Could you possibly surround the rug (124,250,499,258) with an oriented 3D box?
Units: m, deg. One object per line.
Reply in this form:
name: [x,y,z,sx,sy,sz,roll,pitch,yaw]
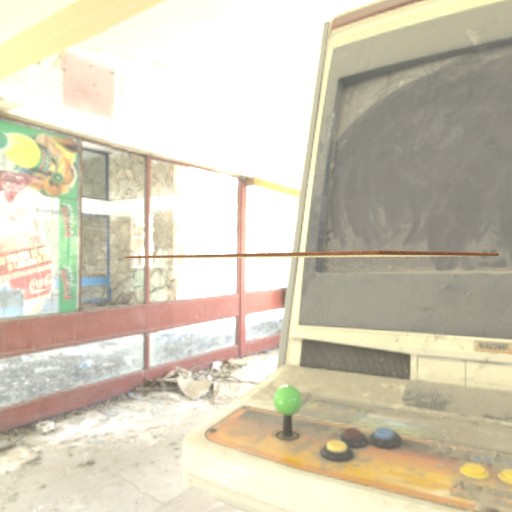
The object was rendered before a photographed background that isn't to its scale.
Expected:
rug: [0.000,0.000,2.615,0.764,0.017,2.439,0,-1,-35]
